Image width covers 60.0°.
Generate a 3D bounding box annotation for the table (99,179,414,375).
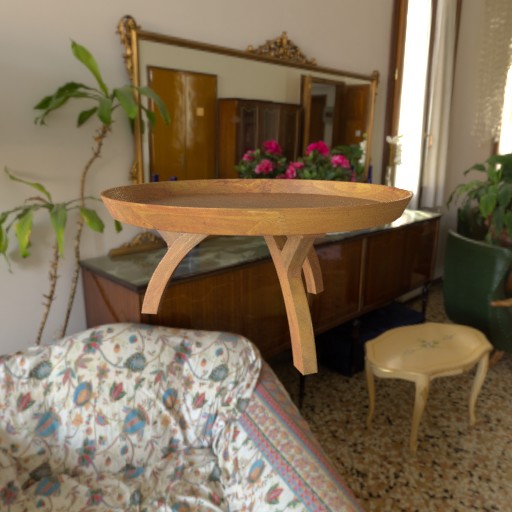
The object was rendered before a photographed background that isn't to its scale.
[{"bbox_3d":[0.000,0.000,1.567,1.016,0.470,1.016,0,14,0],"label":"table"}]
